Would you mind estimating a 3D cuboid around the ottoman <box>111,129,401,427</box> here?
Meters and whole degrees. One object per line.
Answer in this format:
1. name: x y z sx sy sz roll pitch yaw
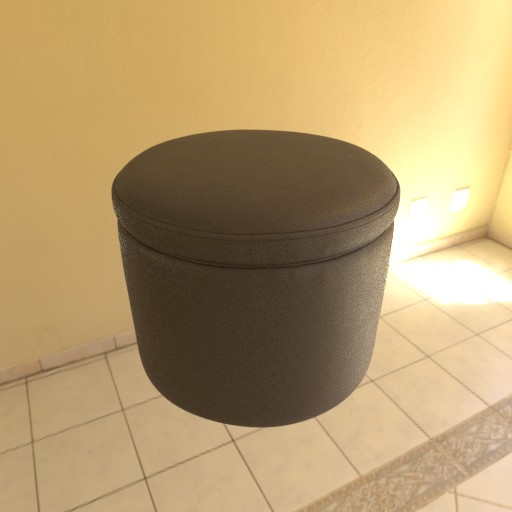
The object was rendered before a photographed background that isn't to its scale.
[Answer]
1. ottoman: 0.000 0.000 0.871 0.500 0.409 0.500 0 30 0
